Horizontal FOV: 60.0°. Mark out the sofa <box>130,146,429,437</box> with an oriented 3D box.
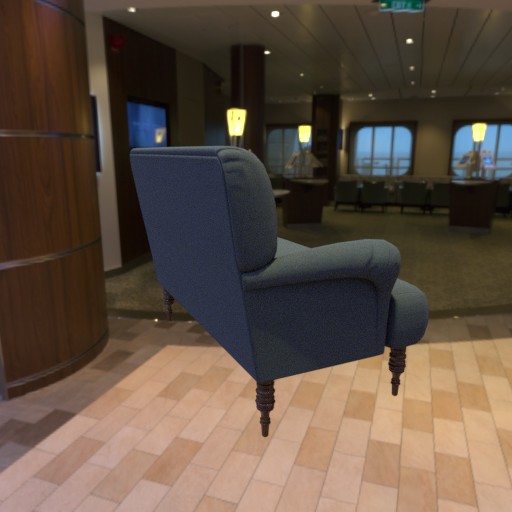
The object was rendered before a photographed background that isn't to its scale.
[{"bbox_3d":[0.000,0.000,1.869,0.779,0.889,1.297,-7,15,-26],"label":"sofa"}]
